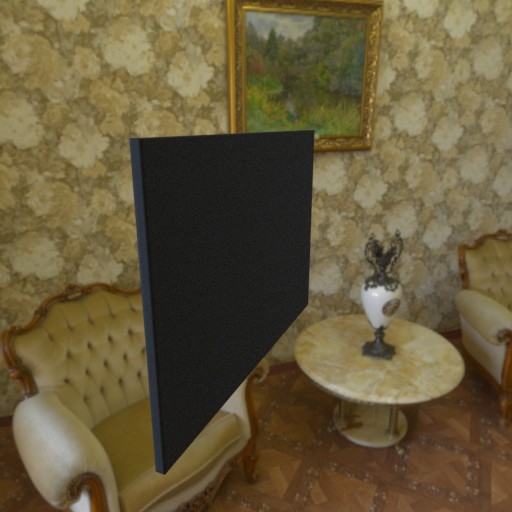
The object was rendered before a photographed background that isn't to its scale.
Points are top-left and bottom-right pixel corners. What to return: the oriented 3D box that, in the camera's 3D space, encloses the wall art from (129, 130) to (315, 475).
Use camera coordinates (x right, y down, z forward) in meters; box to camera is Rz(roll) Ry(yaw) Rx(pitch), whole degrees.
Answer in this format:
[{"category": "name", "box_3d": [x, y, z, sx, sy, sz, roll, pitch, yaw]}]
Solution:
[{"category": "wall art", "box_3d": [0.000, 0.000, 1.230, 0.049, 0.659, 0.964, 8, 18, 24]}]
